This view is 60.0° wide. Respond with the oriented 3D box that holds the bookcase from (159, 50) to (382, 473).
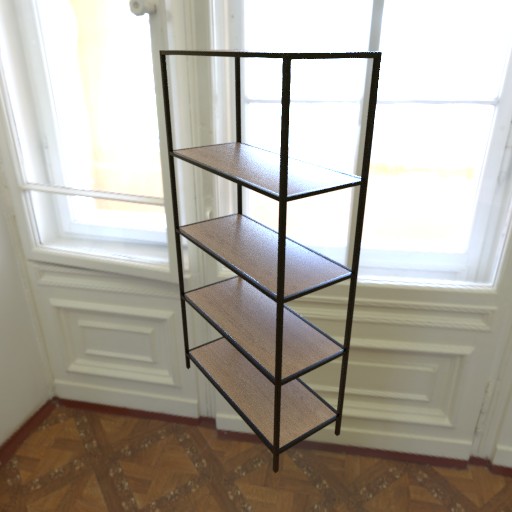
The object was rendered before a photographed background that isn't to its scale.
[{"bbox_3d":[0.000,0.000,1.786,0.350,1.500,0.770,-17,30,-31],"label":"bookcase"}]
